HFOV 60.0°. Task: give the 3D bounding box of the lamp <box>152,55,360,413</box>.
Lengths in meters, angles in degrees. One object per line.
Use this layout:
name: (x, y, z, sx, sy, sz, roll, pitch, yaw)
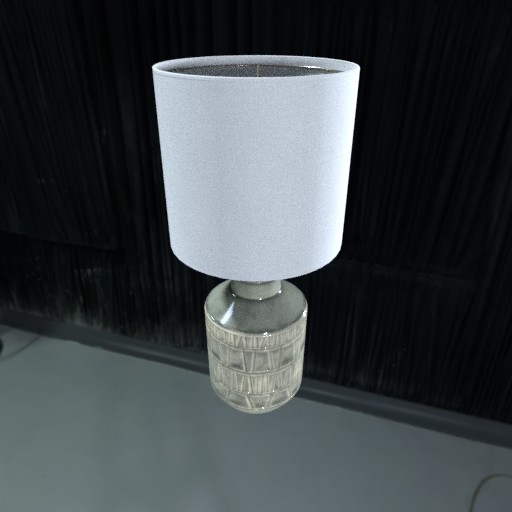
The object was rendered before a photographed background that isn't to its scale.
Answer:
lamp: (0.000, 0.000, 0.570, 0.211, 0.455, 0.211, 8, 30, 14)
